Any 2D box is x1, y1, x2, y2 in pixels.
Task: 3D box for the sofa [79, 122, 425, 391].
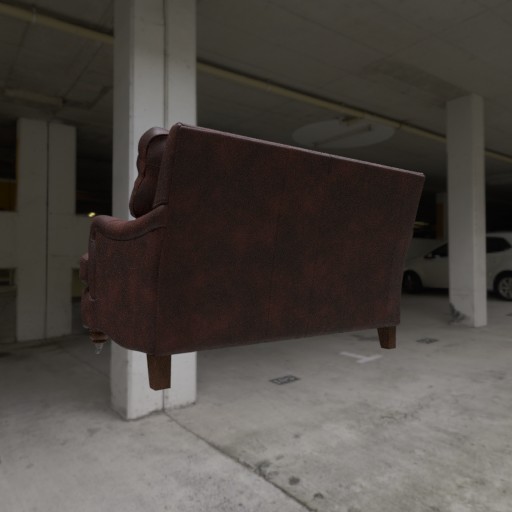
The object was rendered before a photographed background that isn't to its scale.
[{"bbox_3d":[0.000,0.000,2.447,1.628,1.070,1.148,1,-2,-36],"label":"sofa"}]
